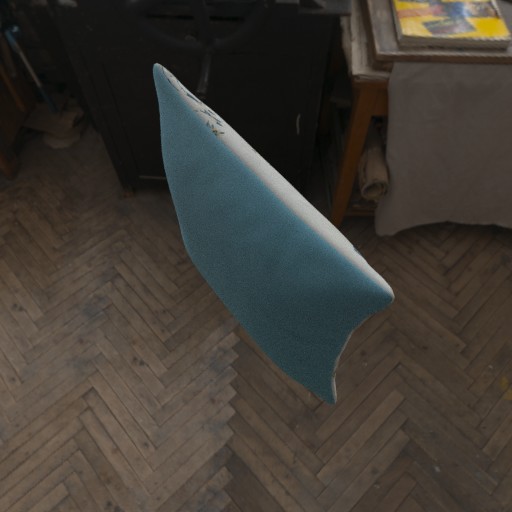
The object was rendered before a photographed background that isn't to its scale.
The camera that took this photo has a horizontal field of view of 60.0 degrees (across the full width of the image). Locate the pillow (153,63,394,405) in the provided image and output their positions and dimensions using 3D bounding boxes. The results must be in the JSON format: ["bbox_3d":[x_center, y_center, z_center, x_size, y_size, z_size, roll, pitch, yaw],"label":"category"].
[{"bbox_3d":[0.000,0.000,0.815,0.166,0.507,0.526,-33,64,-18],"label":"pillow"}]
